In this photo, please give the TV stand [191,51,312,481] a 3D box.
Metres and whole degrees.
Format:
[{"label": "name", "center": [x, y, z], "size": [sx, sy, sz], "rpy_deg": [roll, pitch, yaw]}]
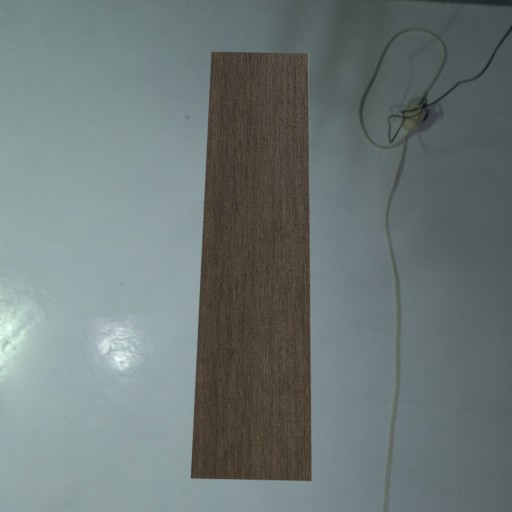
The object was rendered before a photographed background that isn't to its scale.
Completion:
[{"label": "TV stand", "center": [0.000, 0.000, 1.704], "size": [0.366, 0.409, 1.482], "rpy_deg": [1, 77, 0]}]
